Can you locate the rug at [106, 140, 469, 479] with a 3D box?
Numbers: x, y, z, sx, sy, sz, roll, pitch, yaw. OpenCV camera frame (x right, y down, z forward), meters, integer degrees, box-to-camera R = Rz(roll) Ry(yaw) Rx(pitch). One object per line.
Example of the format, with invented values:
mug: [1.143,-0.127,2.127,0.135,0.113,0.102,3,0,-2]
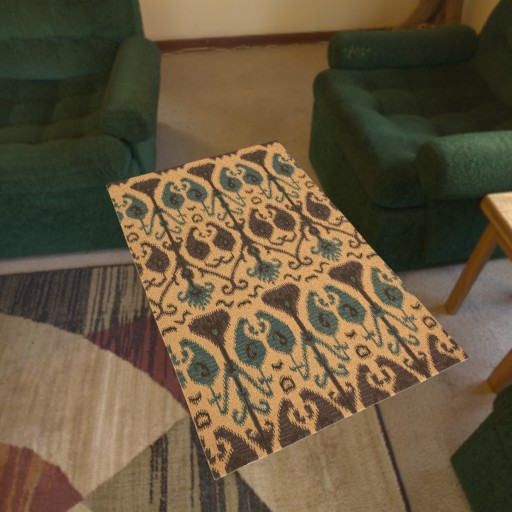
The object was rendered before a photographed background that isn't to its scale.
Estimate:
rug: [0.000,0.000,2.111,1.072,0.013,1.698,-19,50,-17]
